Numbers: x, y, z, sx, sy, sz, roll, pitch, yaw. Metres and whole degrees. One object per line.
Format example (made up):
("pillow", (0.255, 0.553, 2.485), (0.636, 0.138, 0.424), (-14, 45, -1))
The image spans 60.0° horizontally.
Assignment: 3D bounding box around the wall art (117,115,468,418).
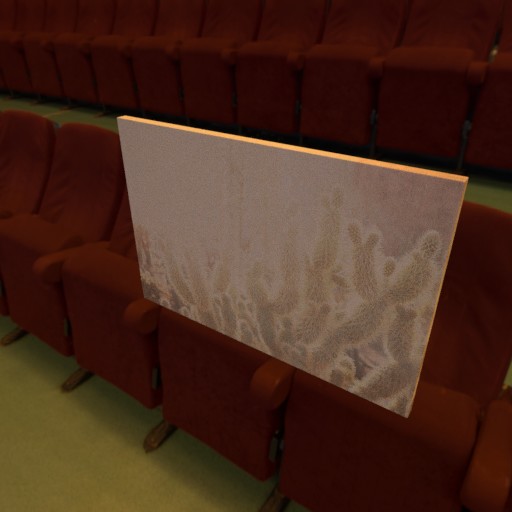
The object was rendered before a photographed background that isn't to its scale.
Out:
("wall art", (0.000, 0.000, 1.458), (1.142, 0.758, 0.041), (19, 34, 29))
